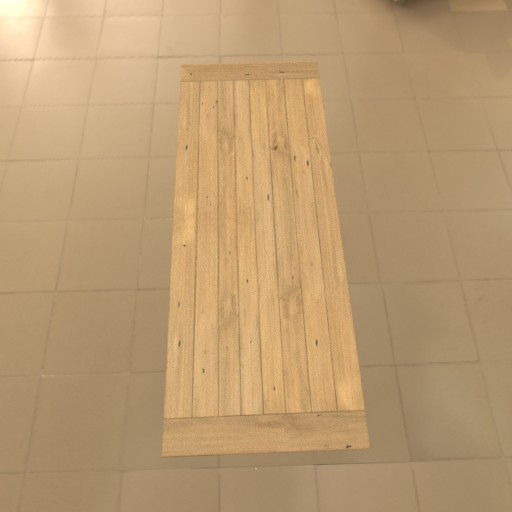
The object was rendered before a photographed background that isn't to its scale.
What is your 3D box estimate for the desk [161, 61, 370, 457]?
[{"bbox_3d":[0.000,0.000,2.192,0.688,0.760,1.803,-2,64,-1],"label":"desk"}]
